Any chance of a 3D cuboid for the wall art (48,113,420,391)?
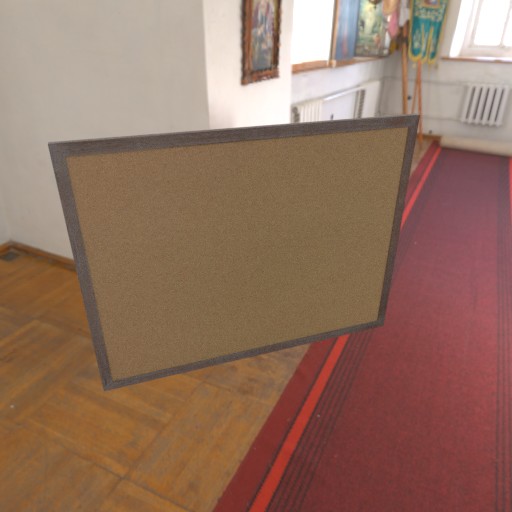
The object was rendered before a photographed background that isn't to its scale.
[{"bbox_3d":[0.000,0.000,1.351,1.012,0.774,0.019,-9,30,-17],"label":"wall art"}]
